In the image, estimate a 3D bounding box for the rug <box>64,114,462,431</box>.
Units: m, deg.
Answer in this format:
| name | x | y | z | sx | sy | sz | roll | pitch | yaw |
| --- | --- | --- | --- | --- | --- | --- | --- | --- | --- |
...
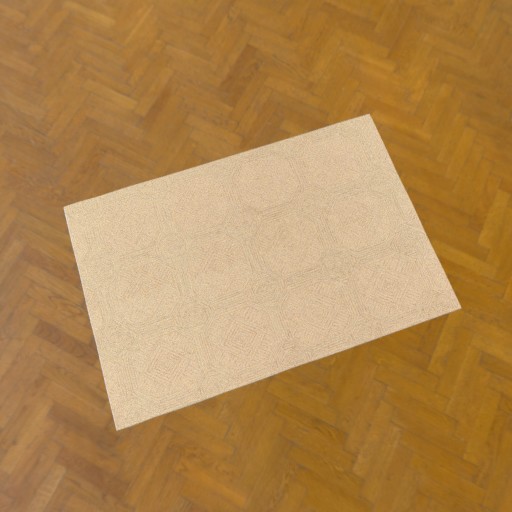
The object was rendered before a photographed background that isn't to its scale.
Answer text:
| name | x | y | z | sx | sy | sz | roll | pitch | yaw |
| --- | --- | --- | --- | --- | --- | --- | --- | --- | --- |
| rug | 0.000 | 0.000 | 2.378 | 1.839 | 0.009 | 1.236 | -18 | 75 | -5 |
